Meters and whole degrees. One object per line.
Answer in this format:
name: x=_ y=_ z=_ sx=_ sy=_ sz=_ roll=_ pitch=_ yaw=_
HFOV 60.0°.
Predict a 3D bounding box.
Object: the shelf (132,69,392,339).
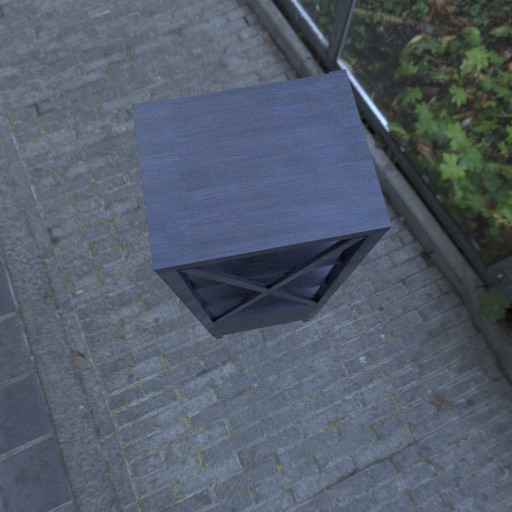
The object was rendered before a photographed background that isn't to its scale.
shelf: x=0.000 y=0.000 z=1.957 sx=0.584 sy=1.727 sz=0.472 roll=-10 pitch=74 yaw=-3
